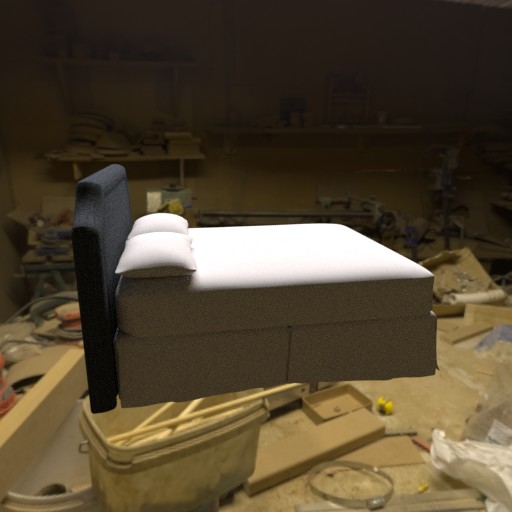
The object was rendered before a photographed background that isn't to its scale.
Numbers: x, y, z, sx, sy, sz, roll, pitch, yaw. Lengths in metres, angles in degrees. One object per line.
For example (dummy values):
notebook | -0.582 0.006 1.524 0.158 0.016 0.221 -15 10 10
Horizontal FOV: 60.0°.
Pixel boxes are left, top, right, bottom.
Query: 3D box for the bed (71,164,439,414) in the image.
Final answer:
bed | 0.000 0.000 3.338 2.208 1.297 1.828 -3 16 -10
